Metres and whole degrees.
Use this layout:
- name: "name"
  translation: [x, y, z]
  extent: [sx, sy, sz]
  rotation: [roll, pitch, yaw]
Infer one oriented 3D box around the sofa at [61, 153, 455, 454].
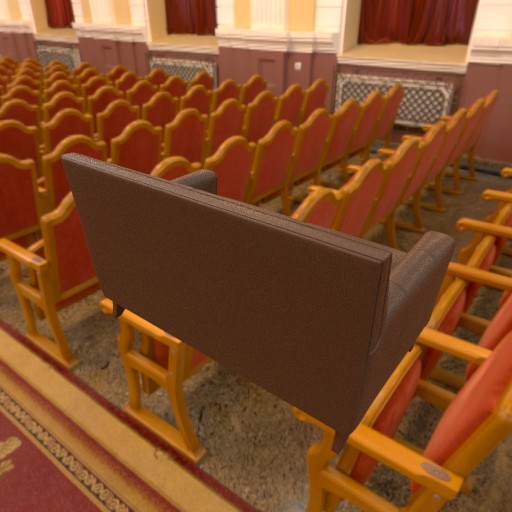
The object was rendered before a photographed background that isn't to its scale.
- name: "sofa"
  translation: [0.000, 0.000, 1.996]
  extent: [1.468, 0.859, 0.853]
  rotation: [21, 35, 33]
